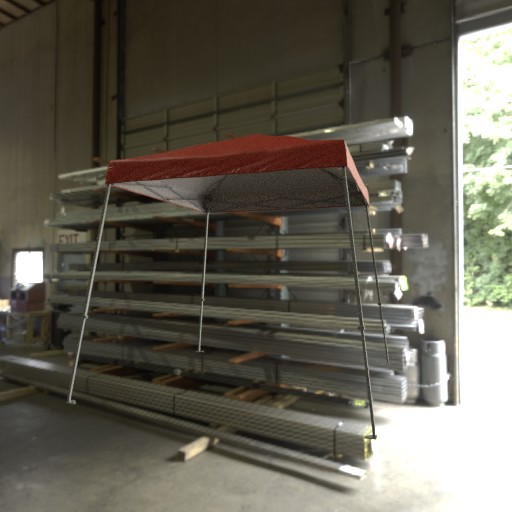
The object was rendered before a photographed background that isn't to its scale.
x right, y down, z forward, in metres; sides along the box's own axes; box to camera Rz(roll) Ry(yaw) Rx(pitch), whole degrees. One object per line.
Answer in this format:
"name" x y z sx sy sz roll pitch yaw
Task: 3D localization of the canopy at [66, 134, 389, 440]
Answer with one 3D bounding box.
"canopy" 0.000 0.000 5.142 2.849 2.850 2.850 -1 -2 19
